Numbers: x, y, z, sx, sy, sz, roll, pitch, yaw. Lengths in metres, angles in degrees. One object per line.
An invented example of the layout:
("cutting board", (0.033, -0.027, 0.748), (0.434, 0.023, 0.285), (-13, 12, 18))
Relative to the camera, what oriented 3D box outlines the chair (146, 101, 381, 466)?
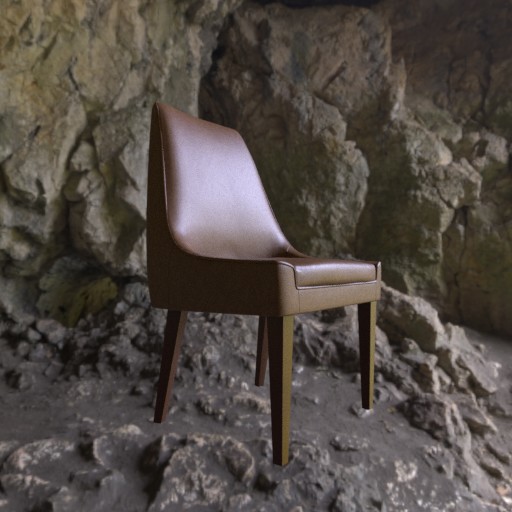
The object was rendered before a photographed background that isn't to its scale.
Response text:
("chair", (0.000, 0.000, 1.219), (0.544, 0.861, 0.529), (-1, -1, 37))
